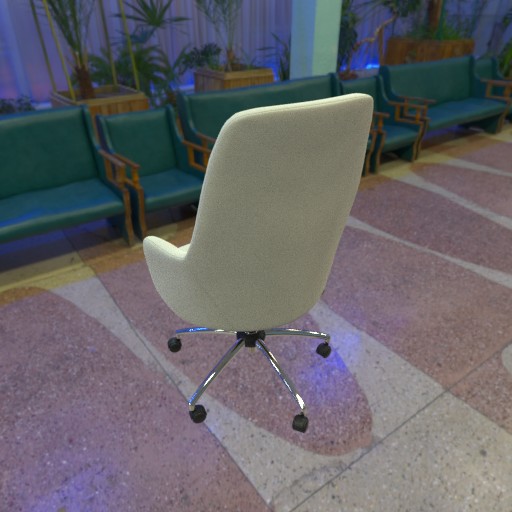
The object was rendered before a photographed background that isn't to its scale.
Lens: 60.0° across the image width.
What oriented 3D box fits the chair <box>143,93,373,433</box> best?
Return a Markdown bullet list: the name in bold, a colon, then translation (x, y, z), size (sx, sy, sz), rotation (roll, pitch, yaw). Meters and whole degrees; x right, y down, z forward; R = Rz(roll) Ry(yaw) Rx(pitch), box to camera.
- **chair**: translation (0.000, 0.000, 1.431), size (0.620, 1.049, 0.640), rotation (-19, 36, -28)
